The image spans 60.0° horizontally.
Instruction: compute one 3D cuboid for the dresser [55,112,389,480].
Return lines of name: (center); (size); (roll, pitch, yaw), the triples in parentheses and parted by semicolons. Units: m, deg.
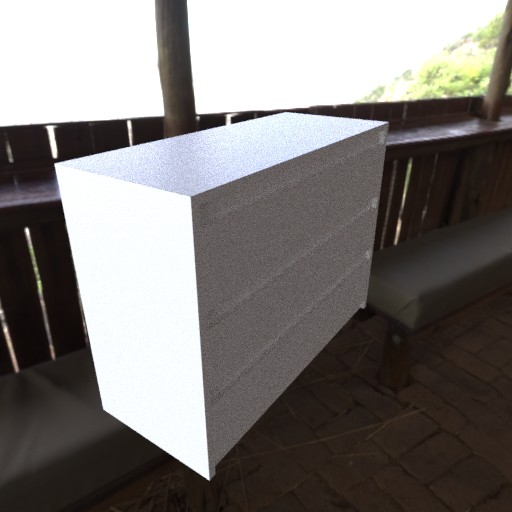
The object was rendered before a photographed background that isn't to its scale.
dresser: (0.000, 0.000, 1.573); (0.460, 0.820, 1.100); (17, 31, 31)
